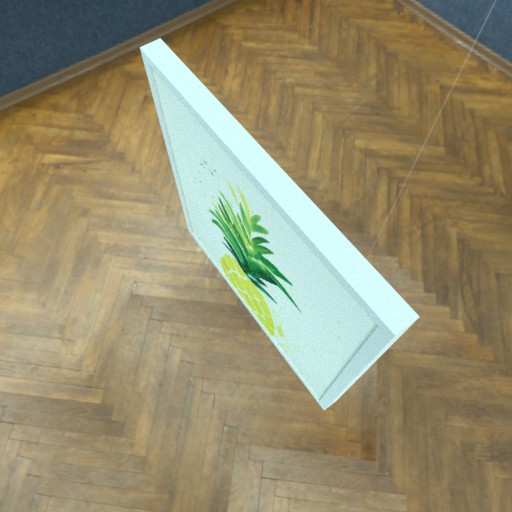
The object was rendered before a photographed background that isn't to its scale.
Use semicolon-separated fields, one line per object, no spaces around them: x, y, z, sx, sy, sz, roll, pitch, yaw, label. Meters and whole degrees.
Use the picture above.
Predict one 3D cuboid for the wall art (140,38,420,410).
0.000;0.000;0.455;0.020;0.307;0.307;-33;68;-15;wall art
